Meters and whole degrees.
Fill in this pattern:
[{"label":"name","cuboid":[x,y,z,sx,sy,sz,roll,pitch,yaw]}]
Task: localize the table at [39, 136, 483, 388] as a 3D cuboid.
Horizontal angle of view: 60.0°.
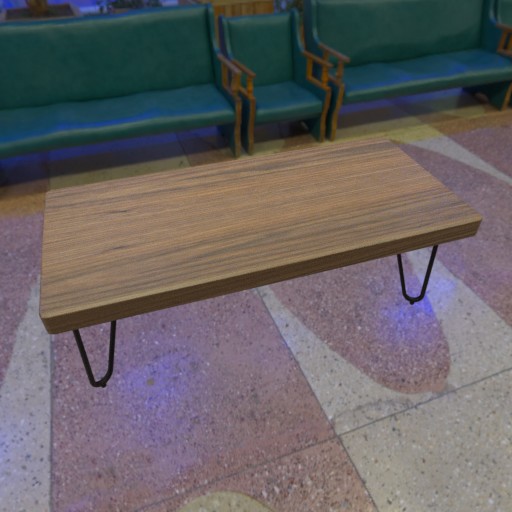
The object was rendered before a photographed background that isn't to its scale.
[{"label":"table","cuboid":[0.000,0.000,1.666,1.375,0.468,0.637,-12,42,-14]}]
